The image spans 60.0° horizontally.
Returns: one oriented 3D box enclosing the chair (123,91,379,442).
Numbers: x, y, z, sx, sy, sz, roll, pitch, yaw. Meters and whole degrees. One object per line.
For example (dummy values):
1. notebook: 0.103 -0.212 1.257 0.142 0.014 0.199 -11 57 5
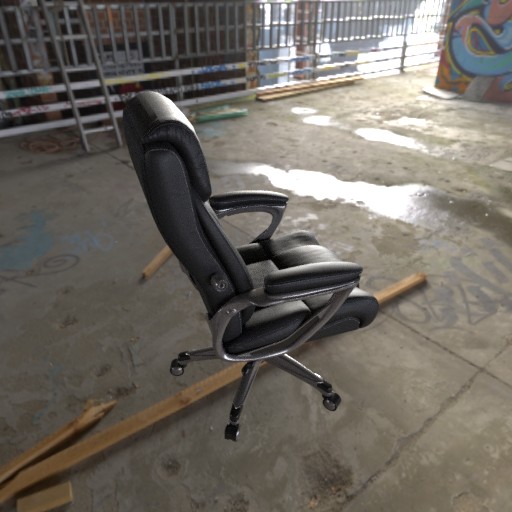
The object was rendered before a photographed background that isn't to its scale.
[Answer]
1. chair: 0.000 0.000 1.655 0.784 1.167 0.741 -11 33 -17
